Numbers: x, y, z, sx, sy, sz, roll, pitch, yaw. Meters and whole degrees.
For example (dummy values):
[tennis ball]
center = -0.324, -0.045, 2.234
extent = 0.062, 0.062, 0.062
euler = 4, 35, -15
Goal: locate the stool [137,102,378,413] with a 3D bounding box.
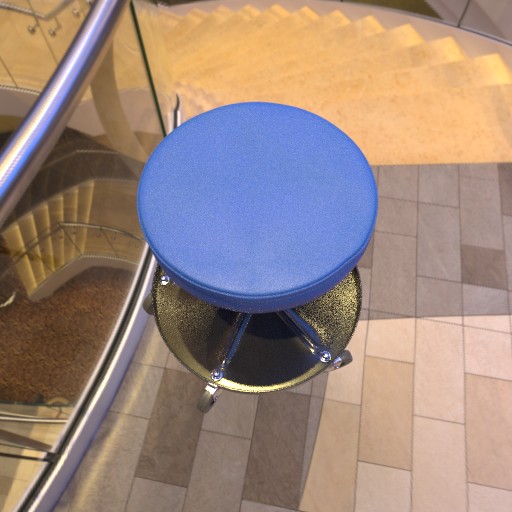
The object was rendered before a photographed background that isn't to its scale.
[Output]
[stool]
center = 0.000, 0.000, 0.661
extent = 0.381, 0.365, 0.382
euler = -33, 67, -16
